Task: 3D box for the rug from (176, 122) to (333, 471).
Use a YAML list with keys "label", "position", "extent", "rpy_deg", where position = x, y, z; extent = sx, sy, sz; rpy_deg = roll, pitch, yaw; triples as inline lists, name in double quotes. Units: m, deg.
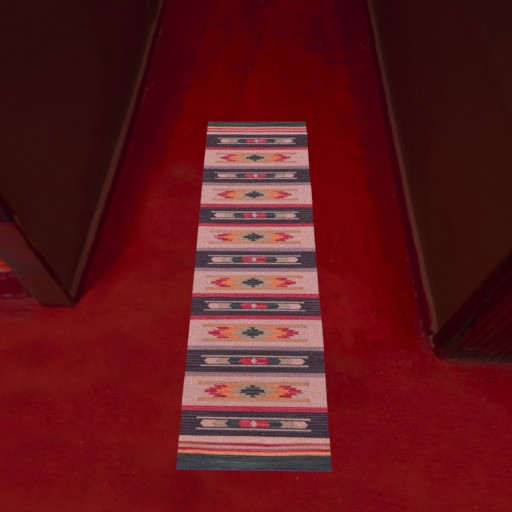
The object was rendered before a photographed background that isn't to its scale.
- label: "rug"
  position: [0.000, 0.000, 2.783]
  extent: [0.760, 0.009, 2.440]
  rpy_deg: [0, 58, 0]
